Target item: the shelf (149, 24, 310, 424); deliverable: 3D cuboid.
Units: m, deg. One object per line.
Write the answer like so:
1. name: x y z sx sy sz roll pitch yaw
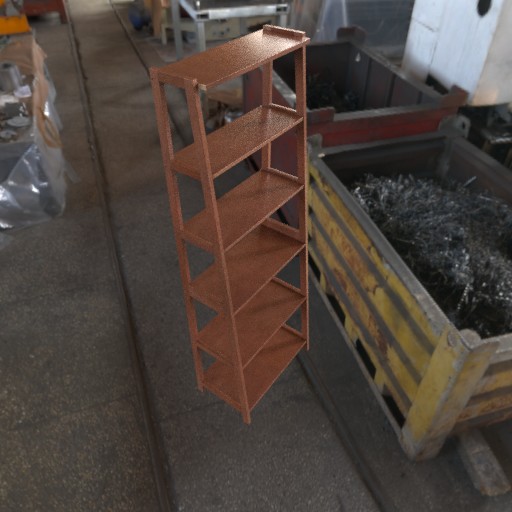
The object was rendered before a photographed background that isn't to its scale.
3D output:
1. shelf: 0.000 0.000 2.178 0.382 1.892 0.660 26 48 26
